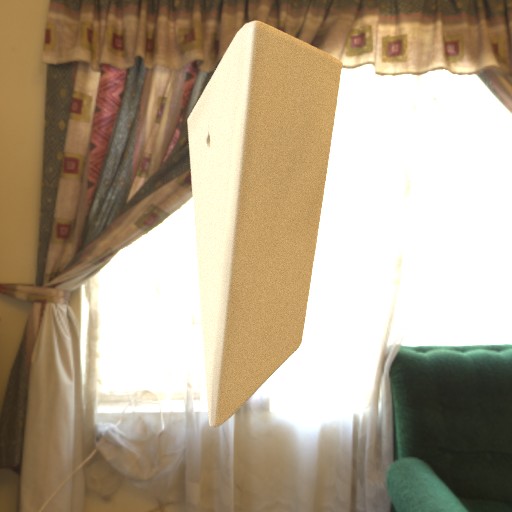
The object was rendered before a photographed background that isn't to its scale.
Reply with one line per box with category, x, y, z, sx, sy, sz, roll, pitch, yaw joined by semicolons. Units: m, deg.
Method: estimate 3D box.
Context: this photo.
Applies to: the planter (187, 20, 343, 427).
planter;0.000;0.000;0.264;0.060;0.197;0.150;0;-1;-19
